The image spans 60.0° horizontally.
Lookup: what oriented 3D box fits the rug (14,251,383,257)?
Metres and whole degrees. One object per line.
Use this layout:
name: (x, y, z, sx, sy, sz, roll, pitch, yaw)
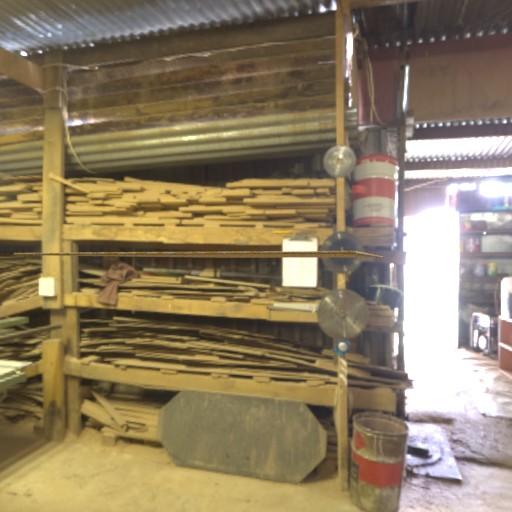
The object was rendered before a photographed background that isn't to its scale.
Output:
rug: (0.000, 0.000, 2.902, 1.511, 0.010, 2.424, 0, -1, 18)
